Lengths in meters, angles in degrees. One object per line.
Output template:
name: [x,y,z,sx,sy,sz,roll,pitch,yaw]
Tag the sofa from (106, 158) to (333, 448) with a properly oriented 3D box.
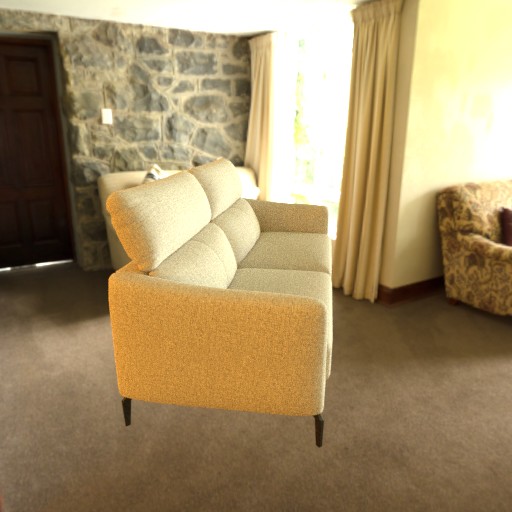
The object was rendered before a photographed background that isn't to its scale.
sofa: [0.000,0.000,2.507,0.856,0.956,2.015,3,17,9]
